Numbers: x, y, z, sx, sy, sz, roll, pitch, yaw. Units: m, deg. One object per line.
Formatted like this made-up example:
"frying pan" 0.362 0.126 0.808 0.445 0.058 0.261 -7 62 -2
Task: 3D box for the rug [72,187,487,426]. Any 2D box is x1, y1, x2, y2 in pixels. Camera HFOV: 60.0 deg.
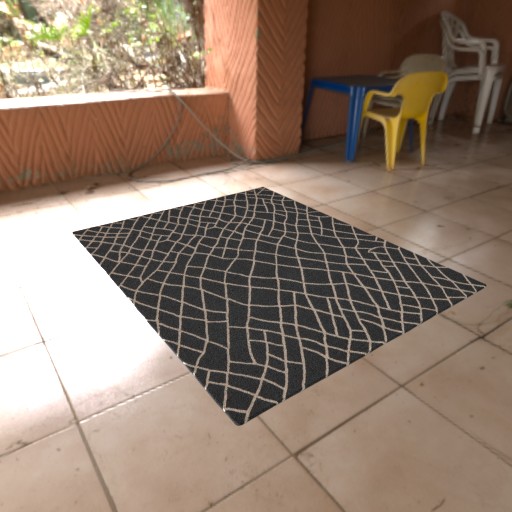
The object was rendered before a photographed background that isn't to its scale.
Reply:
"rug" 0.000 0.000 4.049 2.439 0.022 3.047 -18 33 -31
